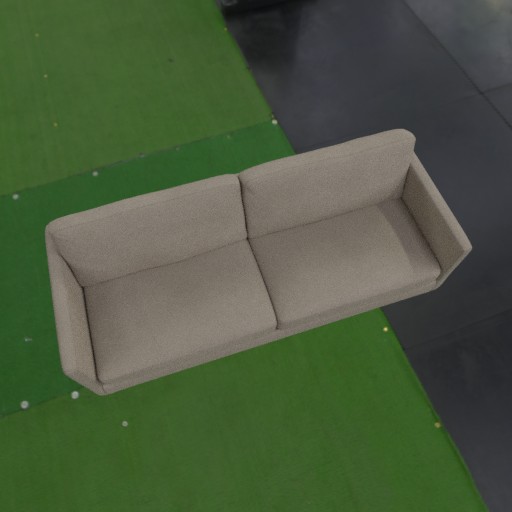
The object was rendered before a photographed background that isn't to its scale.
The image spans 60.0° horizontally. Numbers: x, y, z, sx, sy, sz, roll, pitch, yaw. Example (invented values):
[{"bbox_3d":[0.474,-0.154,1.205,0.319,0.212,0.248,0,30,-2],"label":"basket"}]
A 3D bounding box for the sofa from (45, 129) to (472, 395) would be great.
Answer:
[{"bbox_3d":[0.000,0.000,2.844,2.404,0.912,0.988,-16,64,-8],"label":"sofa"}]
